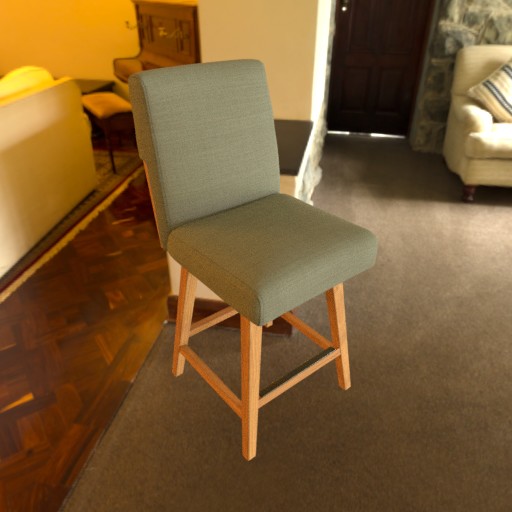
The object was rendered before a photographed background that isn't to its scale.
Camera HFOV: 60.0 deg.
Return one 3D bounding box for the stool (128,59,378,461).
[{"bbox_3d":[0.000,0.000,1.333,0.459,1.019,0.570,-23,38,-32],"label":"stool"}]
